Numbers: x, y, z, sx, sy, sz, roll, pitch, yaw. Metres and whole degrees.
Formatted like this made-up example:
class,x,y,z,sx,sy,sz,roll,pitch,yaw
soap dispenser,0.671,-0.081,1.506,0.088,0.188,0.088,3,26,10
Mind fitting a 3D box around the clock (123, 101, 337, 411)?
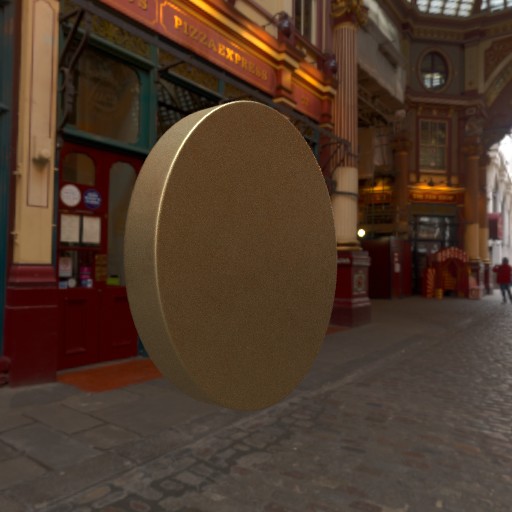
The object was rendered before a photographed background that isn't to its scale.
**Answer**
class,x,y,z,sx,sy,sz,roll,pitch,yaw
clock,0.000,0.000,0.475,0.040,0.314,0.314,-1,-2,36
